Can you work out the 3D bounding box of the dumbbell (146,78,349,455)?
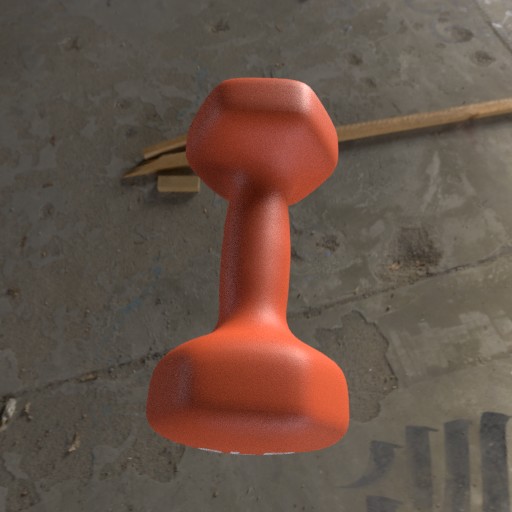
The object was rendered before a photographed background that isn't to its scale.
[{"bbox_3d":[0.000,0.000,0.199,0.079,0.071,0.162,3,64,2],"label":"dumbbell"}]
